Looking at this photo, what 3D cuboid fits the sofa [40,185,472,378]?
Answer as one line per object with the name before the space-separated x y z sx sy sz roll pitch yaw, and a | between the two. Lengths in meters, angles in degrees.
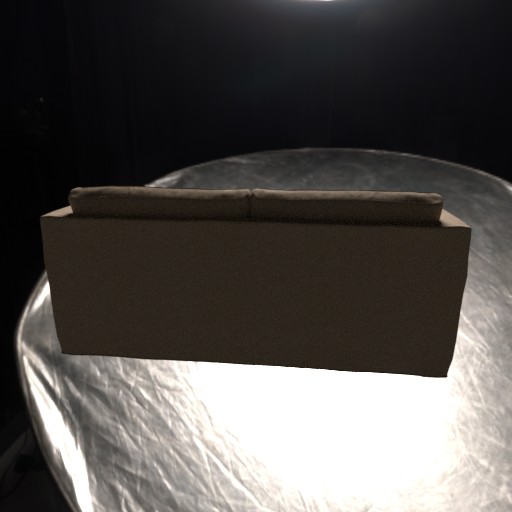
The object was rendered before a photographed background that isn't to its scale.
sofa | 0.000 0.000 2.495 1.987 0.847 0.956 2 17 7
